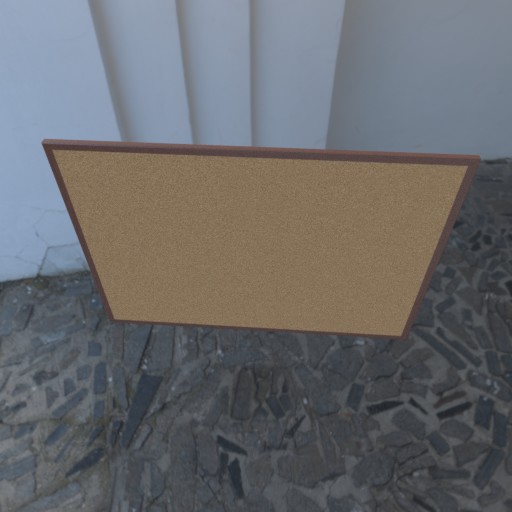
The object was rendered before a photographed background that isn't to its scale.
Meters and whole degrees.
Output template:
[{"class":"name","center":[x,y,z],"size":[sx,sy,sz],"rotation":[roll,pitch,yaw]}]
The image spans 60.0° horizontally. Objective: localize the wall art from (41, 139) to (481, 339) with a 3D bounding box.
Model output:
[{"class":"wall art","center":[0.000,0.000,0.827],"size":[0.660,0.455,0.014],"rotation":[3,45,3]}]
